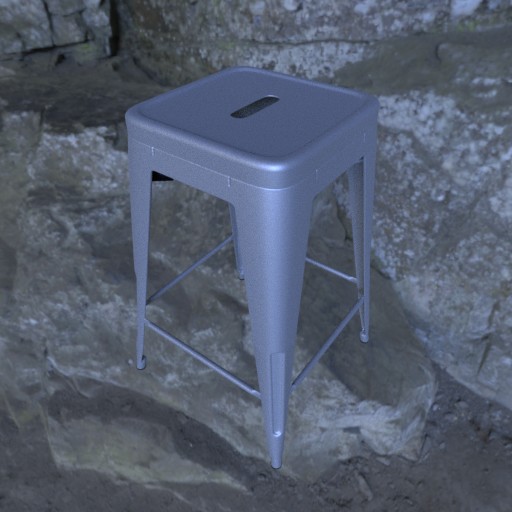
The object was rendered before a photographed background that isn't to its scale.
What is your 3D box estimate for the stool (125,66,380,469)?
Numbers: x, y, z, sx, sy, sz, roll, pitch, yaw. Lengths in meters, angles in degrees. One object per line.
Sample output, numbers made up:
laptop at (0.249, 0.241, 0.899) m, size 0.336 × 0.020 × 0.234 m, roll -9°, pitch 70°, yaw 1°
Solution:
stool at (0.000, 0.000, 0.876) m, size 0.406 × 0.610 × 0.406 m, roll 25°, pitch 46°, yaw 27°
